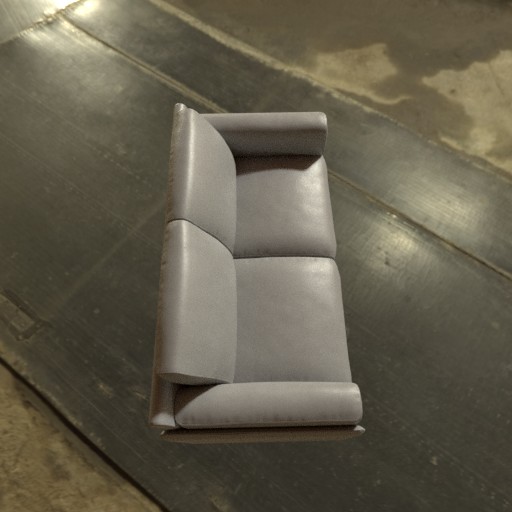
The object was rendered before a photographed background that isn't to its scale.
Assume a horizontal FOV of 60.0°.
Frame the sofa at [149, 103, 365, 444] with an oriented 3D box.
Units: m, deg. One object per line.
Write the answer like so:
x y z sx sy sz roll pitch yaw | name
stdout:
0.000 0.000 2.731 1.049 0.930 2.101 -1 64 -1 | sofa
